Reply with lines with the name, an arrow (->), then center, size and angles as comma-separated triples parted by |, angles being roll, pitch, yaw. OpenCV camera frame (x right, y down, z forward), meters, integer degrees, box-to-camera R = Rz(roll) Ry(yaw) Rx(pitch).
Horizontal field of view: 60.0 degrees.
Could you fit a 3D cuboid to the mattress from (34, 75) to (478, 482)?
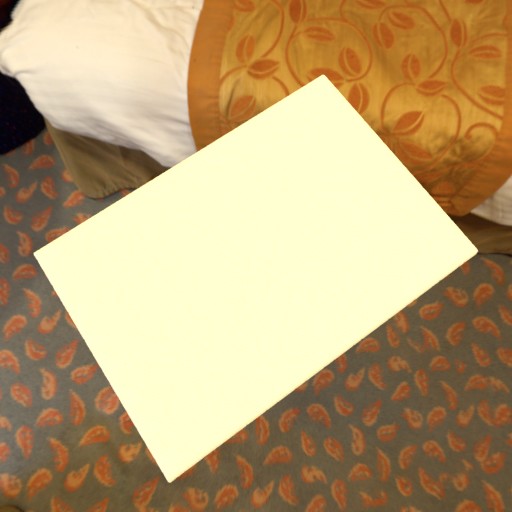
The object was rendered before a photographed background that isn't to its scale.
mattress -> 0.000, 0.000, 2.480 | 2.000, 0.200, 1.400 | -34, 77, -9
